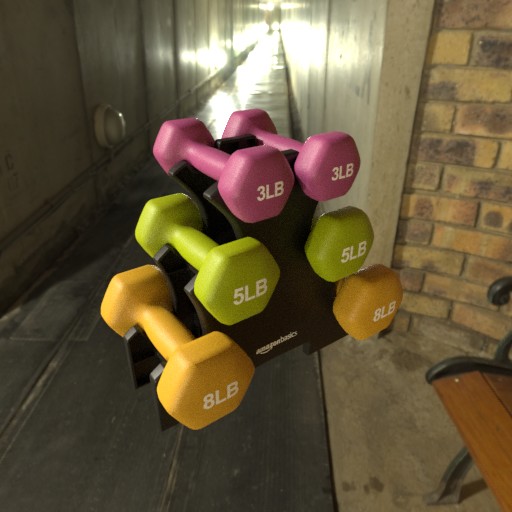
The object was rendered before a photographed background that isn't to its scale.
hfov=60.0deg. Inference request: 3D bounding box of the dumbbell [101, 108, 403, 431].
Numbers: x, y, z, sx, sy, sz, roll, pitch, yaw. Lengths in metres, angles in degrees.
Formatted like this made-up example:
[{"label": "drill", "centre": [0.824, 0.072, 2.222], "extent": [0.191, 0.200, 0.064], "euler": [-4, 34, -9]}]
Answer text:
[{"label": "dumbbell", "centre": [0.000, 0.000, 0.470], "extent": [0.300, 0.271, 0.190], "euler": [-19, 35, -30]}]
